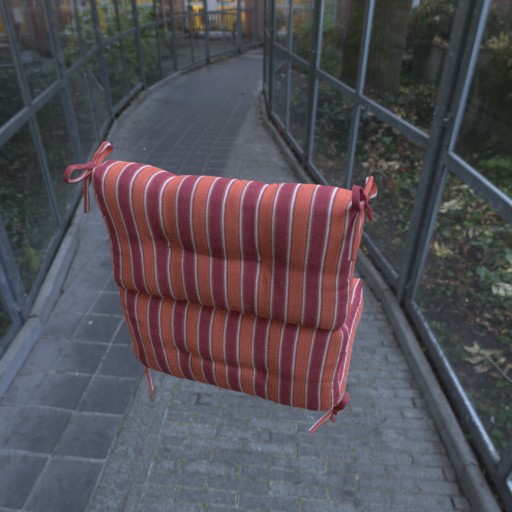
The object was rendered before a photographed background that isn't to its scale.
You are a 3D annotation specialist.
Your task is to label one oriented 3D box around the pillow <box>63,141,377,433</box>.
[{"bbox_3d":[0.000,0.000,1.021,0.519,0.605,0.571,10,32,15],"label":"pillow"}]
